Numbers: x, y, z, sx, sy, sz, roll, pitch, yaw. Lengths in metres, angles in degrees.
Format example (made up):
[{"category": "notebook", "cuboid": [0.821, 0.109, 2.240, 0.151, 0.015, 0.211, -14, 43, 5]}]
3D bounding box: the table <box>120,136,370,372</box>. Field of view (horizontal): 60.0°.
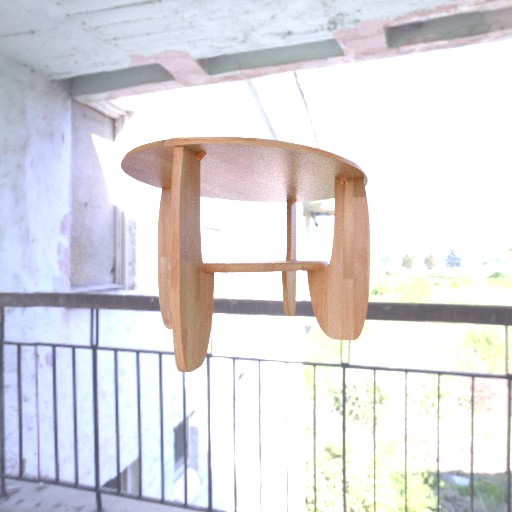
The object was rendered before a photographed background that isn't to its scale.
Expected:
[{"category": "table", "cuboid": [0.000, 0.000, 1.383, 0.690, 0.490, 1.040, 0, 0, 18]}]
